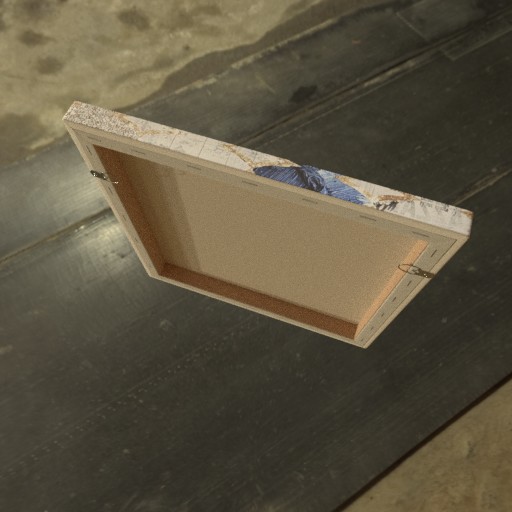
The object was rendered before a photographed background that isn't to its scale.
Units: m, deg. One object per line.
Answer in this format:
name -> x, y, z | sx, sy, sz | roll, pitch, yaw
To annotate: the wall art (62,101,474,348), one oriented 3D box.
wall art -> 0.000, 0.000, 0.753 | 0.507, 0.508, 0.038 | 18, 66, 8
